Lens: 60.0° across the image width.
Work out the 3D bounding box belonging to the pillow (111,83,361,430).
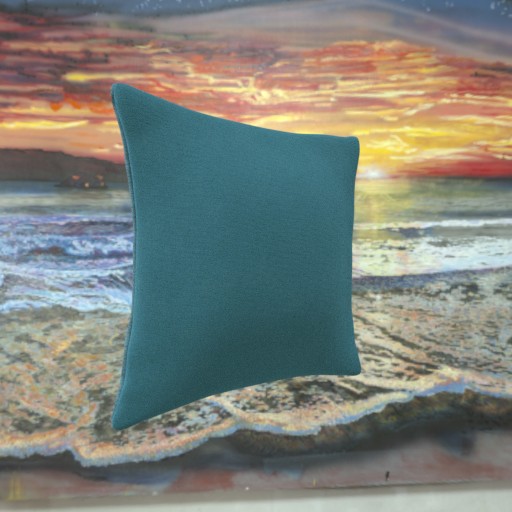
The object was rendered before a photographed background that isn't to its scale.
[{"bbox_3d":[0.000,0.000,0.655,0.433,0.415,0.151,0,0,-36],"label":"pillow"}]
